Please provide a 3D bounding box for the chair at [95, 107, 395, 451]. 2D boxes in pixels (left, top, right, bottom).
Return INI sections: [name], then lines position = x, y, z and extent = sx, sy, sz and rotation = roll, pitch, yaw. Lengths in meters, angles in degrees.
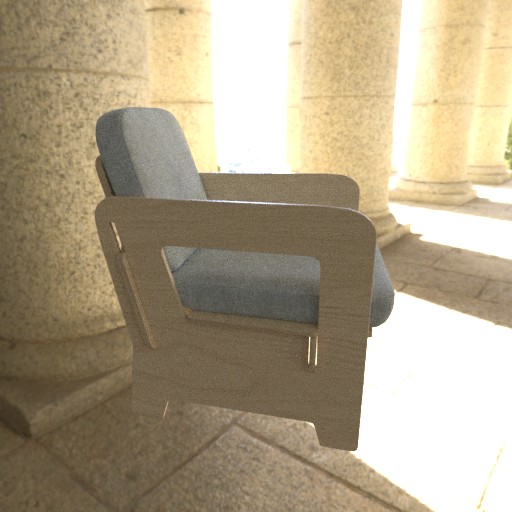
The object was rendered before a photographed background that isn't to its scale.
[chair]
position = 0.000, 0.000, 1.256
extent = 0.710, 0.800, 0.590
rotation = 3, 18, 9
